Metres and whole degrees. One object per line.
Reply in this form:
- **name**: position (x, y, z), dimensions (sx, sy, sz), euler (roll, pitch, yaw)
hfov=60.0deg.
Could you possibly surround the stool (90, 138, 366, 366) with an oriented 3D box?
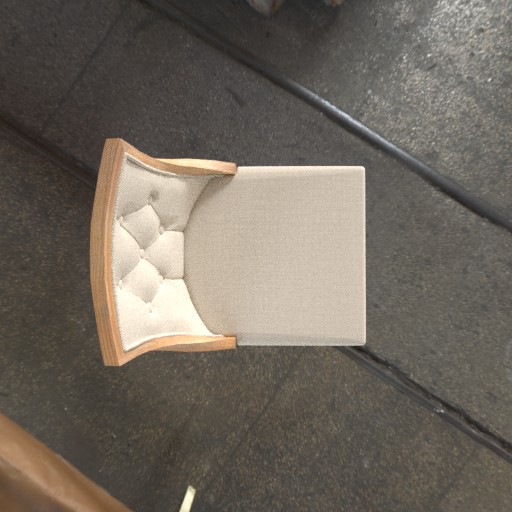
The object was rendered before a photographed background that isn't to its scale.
- **stool**: position (0.000, 0.000, 1.310), dimensions (0.626, 0.938, 0.524), euler (0, 89, 1)
